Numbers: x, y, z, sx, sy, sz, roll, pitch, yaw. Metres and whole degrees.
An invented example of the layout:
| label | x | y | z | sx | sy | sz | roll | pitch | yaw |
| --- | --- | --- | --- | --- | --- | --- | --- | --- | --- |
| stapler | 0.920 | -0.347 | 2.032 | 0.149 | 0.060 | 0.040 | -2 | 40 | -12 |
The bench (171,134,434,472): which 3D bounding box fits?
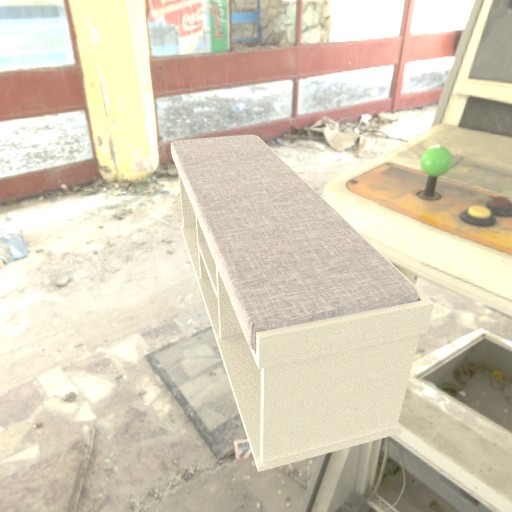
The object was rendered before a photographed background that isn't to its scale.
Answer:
| label | x | y | z | sx | sy | sz | roll | pitch | yaw |
| --- | --- | --- | --- | --- | --- | --- | --- | --- | --- |
| bench | 0.000 | 0.000 | 1.403 | 0.363 | 0.453 | 1.196 | -8 | 32 | -14 |
